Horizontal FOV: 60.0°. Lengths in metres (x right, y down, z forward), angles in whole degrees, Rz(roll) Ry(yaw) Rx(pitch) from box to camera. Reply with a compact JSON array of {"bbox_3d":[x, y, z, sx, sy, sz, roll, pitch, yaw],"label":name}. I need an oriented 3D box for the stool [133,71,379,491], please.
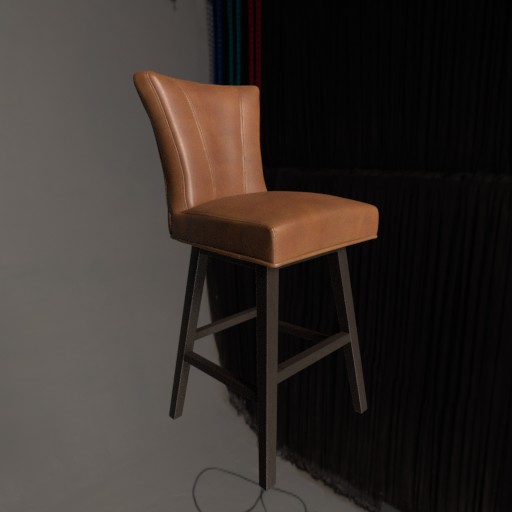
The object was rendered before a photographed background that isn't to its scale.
[{"bbox_3d":[0.000,0.000,1.408,0.585,1.094,0.522,13,19,42],"label":"stool"}]
